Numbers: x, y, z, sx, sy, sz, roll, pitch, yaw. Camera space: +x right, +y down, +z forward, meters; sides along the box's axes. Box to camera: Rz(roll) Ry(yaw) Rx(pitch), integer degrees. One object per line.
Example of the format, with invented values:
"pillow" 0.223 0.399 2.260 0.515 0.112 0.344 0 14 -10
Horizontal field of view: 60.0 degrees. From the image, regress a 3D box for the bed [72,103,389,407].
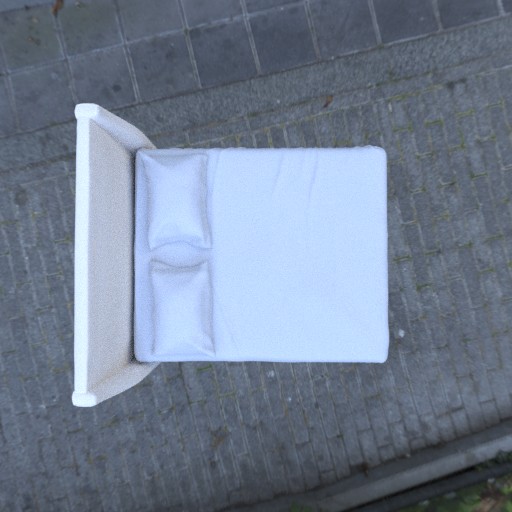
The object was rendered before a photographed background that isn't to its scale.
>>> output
"bed" 0.000 0.000 3.391 2.276 1.332 1.925 0 89 1
